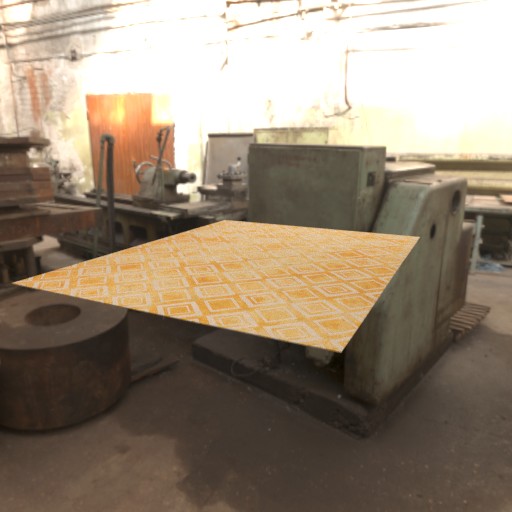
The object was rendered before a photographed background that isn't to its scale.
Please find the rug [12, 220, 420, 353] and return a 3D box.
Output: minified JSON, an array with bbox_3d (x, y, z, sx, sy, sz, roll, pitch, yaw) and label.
[{"bbox_3d":[0.000,0.000,3.981,2.433,0.011,3.037,7,16,26],"label":"rug"}]
